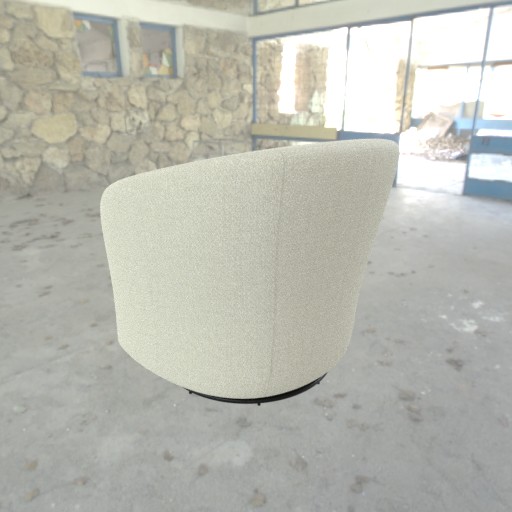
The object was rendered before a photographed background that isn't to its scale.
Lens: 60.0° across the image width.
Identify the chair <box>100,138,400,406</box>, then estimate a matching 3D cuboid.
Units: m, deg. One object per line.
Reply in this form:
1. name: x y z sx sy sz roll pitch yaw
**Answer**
1. chair: 0.000 0.000 1.458 0.791 0.771 0.815 -17 25 -42
